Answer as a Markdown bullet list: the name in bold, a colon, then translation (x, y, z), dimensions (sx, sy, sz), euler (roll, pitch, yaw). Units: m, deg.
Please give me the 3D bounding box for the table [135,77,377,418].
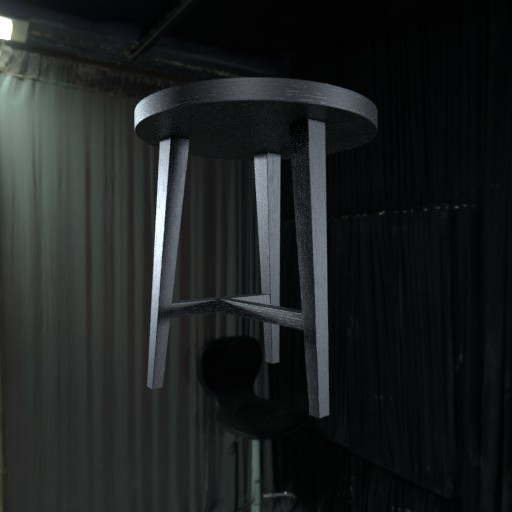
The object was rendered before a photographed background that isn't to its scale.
- **table**: translation (0.000, 0.000, 0.761), dimensions (0.399, 0.460, 0.399), euler (0, 2, 0)
